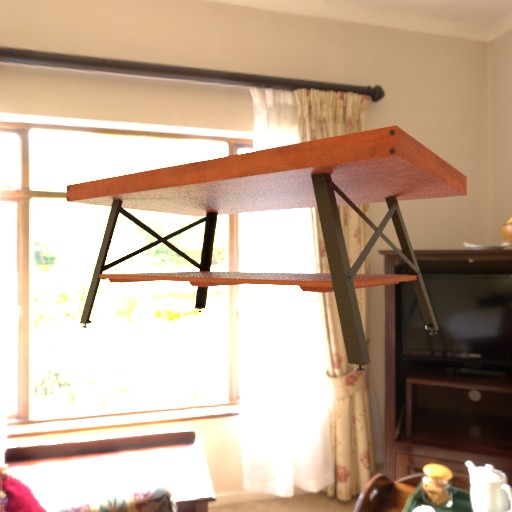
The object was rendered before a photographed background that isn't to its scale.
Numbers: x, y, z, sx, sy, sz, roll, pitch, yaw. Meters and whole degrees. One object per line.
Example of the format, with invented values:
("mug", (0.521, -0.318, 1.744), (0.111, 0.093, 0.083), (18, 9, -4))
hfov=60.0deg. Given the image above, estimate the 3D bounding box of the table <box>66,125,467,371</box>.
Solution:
("table", (0.000, 0.000, 1.351), (1.067, 0.457, 0.610), (0, -1, 36))
